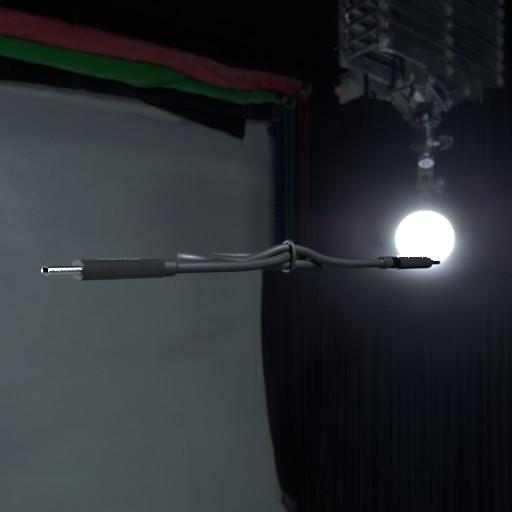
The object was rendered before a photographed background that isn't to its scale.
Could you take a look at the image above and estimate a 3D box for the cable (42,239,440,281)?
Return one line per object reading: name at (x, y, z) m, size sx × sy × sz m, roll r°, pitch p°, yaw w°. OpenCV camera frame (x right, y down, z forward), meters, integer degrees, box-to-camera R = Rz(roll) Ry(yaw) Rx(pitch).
cable at (0.000, 0.000, 0.203) m, size 0.186 × 0.014 × 0.070 m, roll 0°, pitch 1°, yaw -35°
